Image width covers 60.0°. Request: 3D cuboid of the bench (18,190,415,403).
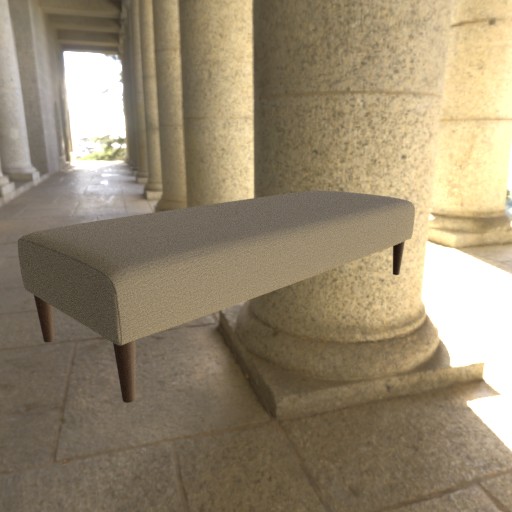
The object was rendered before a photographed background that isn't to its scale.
[{"bbox_3d":[0.000,0.000,1.819,0.646,0.393,1.609,14,21,42],"label":"bench"}]
